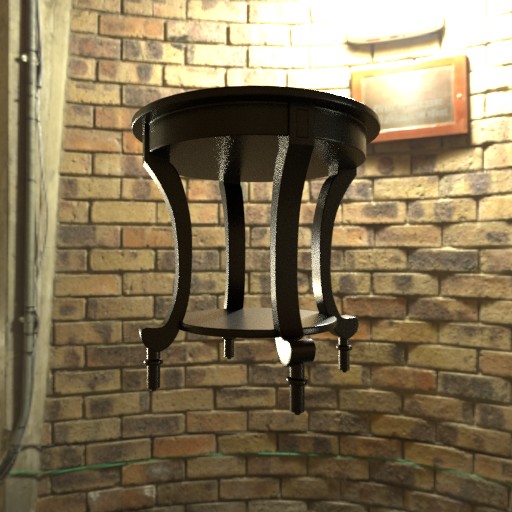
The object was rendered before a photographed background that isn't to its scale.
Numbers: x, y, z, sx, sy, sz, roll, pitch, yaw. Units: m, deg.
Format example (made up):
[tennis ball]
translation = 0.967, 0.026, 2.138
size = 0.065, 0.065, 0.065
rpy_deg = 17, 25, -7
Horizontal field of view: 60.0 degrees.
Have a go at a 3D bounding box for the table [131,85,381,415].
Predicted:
[table]
translation = 0.000, 0.000, 1.100
size = 0.597, 0.618, 0.597
rpy_deg = 0, 0, 0
